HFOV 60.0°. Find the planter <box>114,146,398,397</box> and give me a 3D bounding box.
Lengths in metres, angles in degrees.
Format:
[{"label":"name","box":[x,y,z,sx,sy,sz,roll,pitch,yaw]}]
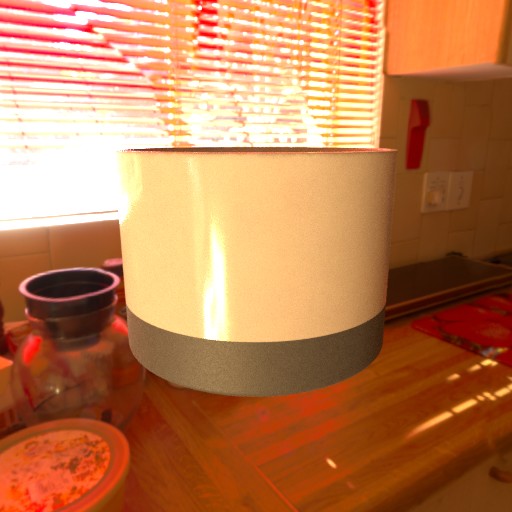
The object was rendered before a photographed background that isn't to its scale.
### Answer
[{"label":"planter","box":[0.000,0.000,0.223,0.128,0.105,0.128,0,15,0]}]
